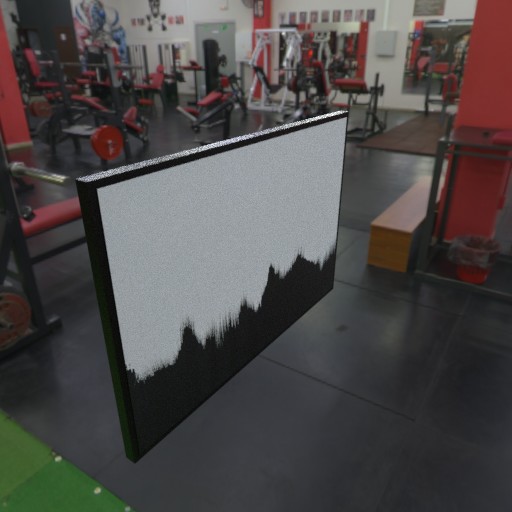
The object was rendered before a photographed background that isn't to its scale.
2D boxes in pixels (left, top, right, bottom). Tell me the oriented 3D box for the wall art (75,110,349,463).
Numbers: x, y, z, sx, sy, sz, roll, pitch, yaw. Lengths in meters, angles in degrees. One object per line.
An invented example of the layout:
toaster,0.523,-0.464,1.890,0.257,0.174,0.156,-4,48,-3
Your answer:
wall art,0.000,0.000,0.828,0.022,0.446,0.659,18,31,32
